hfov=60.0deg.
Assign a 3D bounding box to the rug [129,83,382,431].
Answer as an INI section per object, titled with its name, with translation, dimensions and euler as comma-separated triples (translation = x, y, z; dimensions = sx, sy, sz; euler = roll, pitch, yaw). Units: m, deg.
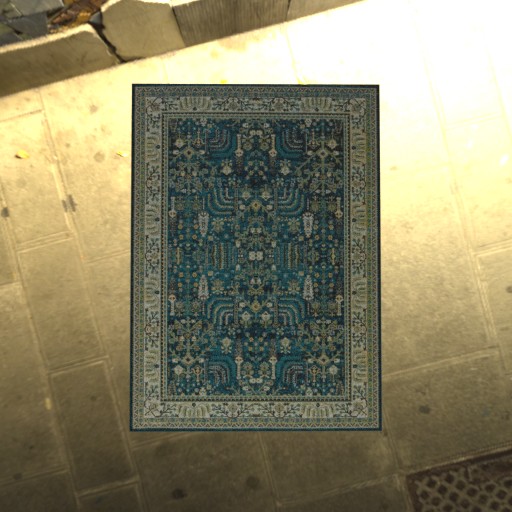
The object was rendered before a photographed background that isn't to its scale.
[rug]
translation = 0.000, 0.000, 2.823
dimensions = 1.594, 0.013, 2.213
euler = 0, 89, 0
